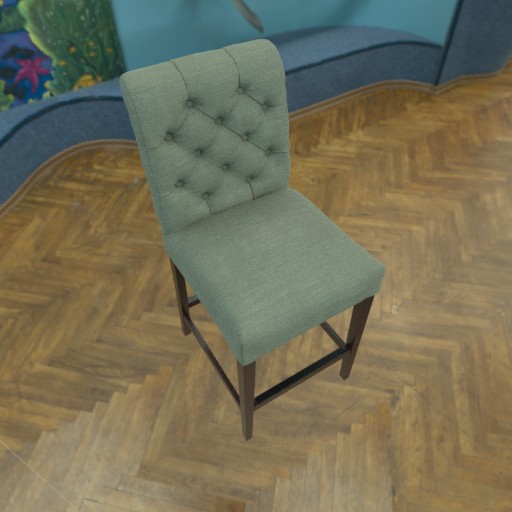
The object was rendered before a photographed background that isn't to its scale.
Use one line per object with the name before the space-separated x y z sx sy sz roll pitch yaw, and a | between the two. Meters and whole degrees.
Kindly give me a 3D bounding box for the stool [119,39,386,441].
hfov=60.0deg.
stool | 0.000 0.000 1.432 0.486 1.084 0.660 -24 52 -21
